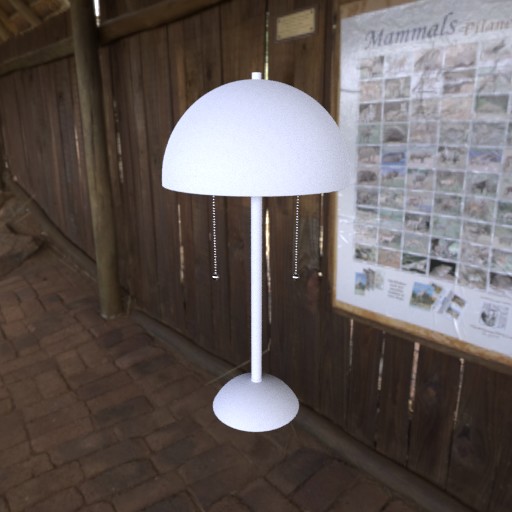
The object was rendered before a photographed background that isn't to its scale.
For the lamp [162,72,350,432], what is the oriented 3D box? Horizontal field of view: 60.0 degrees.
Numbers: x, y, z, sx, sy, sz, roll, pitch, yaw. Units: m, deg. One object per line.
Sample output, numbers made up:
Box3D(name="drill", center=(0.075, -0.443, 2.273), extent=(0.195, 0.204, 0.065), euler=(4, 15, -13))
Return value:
Box3D(name="lamp", center=(0.000, 0.000, 0.430), extent=(0.171, 0.330, 0.171), euler=(0, 16, 0))
